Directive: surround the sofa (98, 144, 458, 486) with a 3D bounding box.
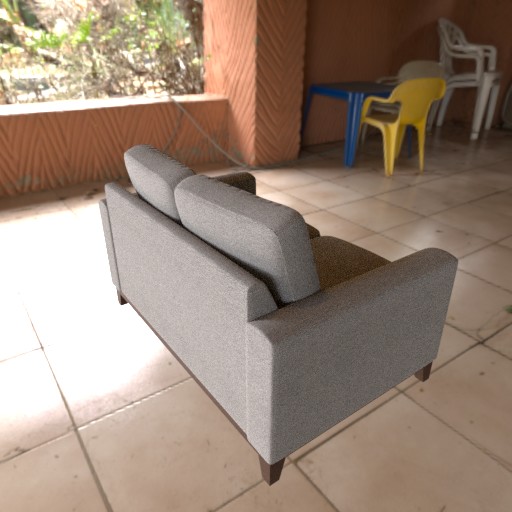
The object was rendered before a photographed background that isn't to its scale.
[{"bbox_3d":[0.000,0.000,1.994,0.917,0.873,1.420,-18,32,-32],"label":"sofa"}]
